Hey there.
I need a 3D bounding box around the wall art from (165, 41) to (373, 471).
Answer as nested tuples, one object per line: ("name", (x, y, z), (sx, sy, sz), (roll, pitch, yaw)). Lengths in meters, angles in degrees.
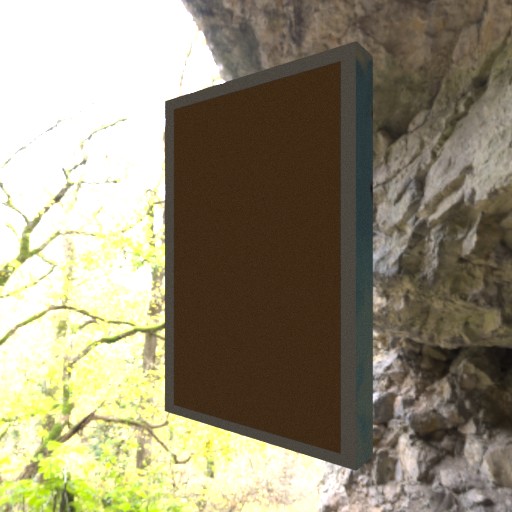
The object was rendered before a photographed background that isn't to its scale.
("wall art", (0.000, 0.000, 0.481), (0.251, 0.380, 0.039), (0, 0, 37))
